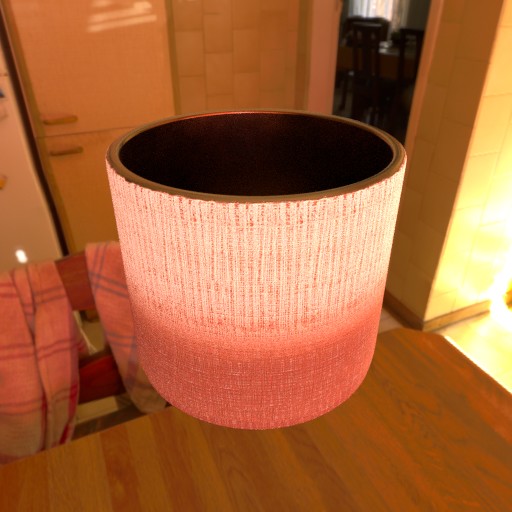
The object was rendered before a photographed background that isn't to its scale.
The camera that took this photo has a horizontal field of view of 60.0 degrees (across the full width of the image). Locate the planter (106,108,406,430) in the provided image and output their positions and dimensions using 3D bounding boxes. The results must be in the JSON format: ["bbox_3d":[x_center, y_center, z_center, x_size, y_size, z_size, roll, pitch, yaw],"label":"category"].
[{"bbox_3d":[0.000,0.000,0.383,0.221,0.201,0.221,0,31,0],"label":"planter"}]
